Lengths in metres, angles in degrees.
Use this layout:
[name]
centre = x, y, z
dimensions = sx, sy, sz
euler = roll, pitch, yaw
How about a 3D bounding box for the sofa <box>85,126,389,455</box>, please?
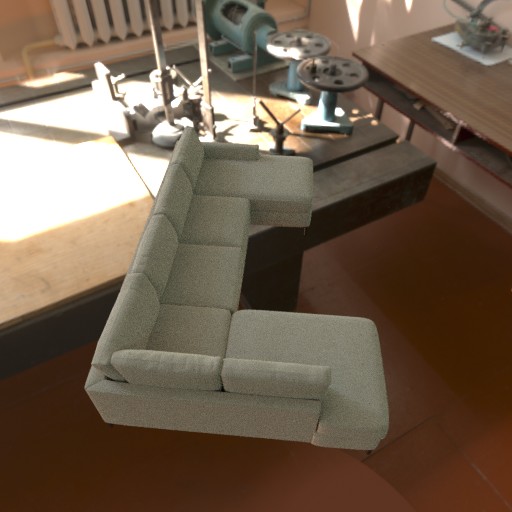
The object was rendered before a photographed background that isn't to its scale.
[sofa]
centre = 0.000, 0.000, 3.899
dimensions = 1.989, 0.862, 2.984
euler = 4, 47, 3
